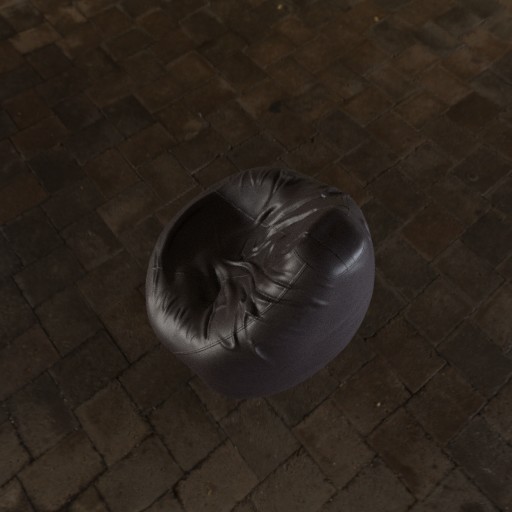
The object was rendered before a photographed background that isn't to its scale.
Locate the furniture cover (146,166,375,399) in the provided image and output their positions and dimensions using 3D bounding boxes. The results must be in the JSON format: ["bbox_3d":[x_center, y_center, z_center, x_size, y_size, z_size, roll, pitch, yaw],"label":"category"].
[{"bbox_3d":[0.000,0.000,1.965,1.070,0.990,1.070,35,68,16],"label":"furniture cover"}]
